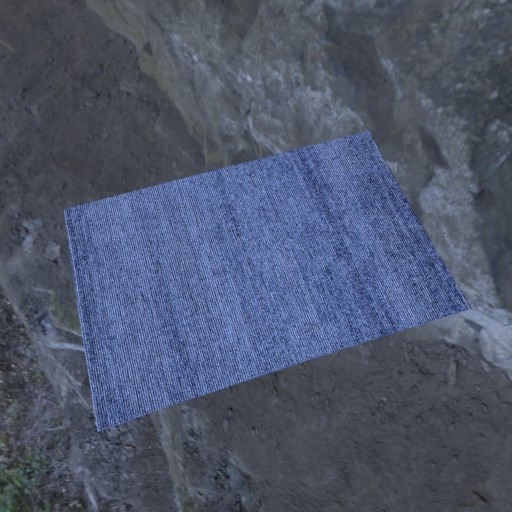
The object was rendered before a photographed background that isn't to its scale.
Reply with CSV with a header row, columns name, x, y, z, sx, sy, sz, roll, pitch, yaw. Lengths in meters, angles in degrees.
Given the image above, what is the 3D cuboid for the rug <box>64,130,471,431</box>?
name,x,y,z,sx,sy,sz,roll,pitch,yaw
rug,0.000,0.000,2.177,1.740,0.010,1.135,-16,65,-8
